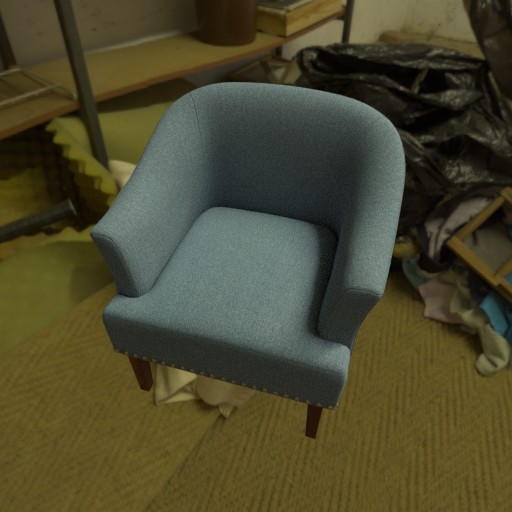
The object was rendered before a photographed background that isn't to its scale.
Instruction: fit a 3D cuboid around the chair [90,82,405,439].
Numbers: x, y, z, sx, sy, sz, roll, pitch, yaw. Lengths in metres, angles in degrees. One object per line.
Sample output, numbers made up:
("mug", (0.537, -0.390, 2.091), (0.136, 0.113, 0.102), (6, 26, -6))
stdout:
("chair", (0.000, 0.000, 1.376), (0.772, 0.815, 0.704), (11, 42, 13))
